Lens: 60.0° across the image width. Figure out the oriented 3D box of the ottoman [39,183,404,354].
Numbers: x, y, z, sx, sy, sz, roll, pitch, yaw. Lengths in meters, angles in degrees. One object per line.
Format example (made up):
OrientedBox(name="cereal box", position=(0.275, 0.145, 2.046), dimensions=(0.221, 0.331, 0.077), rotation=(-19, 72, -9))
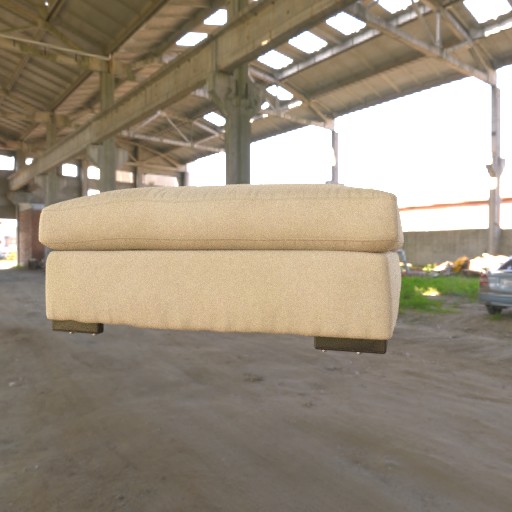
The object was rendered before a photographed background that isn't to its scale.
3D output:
OrientedBox(name="ottoman", position=(0.000, 0.000, 1.882), dimensions=(1.190, 0.522, 1.205), rotation=(0, 0, 19))
